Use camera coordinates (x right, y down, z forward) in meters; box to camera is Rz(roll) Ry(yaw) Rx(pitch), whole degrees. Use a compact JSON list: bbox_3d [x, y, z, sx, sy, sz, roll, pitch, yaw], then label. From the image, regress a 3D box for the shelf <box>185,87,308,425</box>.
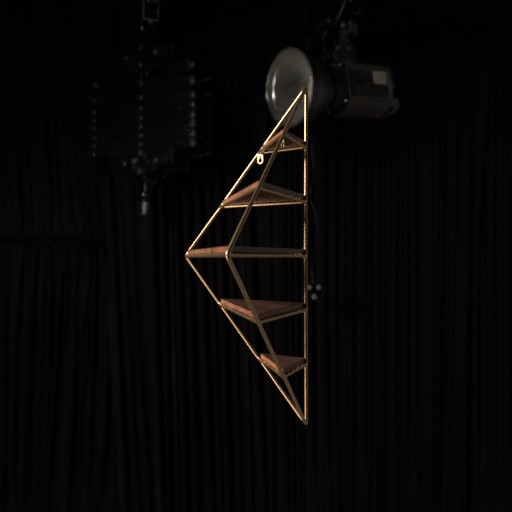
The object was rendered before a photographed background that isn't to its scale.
[{"bbox_3d":[0.000,0.000,1.161,0.294,0.913,0.564,0,0,-17],"label":"shelf"}]
